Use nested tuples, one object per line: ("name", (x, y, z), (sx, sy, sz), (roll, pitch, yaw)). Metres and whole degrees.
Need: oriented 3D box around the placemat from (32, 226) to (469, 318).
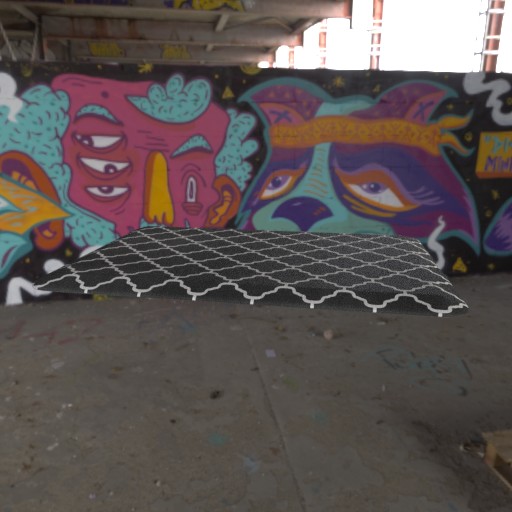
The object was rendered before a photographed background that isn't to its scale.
("placemat", (0.000, 0.000, 0.971), (0.762, 0.021, 0.508), (3, 16, 9))
